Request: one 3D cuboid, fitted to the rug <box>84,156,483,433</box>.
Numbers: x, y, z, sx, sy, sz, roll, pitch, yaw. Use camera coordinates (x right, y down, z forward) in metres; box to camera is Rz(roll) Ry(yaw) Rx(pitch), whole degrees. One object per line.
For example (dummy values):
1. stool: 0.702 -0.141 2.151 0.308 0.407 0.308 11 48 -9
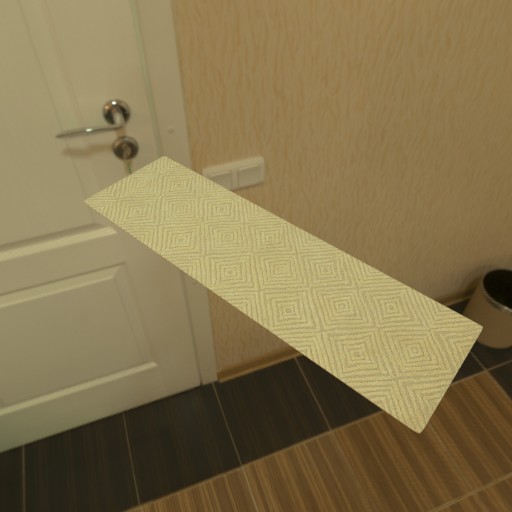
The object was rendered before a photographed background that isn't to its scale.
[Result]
1. rug: 0.000 0.000 2.453 2.277 0.008 0.676 31 53 27
